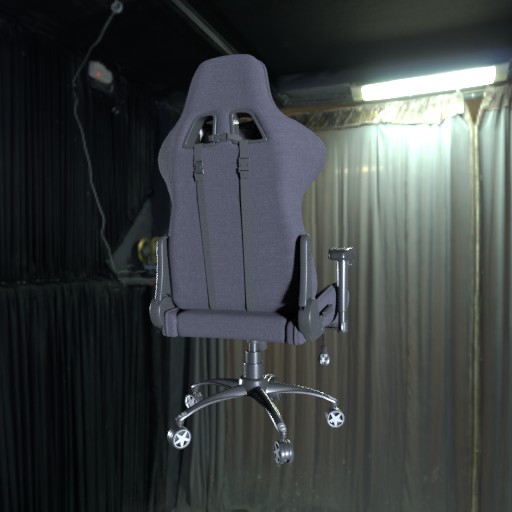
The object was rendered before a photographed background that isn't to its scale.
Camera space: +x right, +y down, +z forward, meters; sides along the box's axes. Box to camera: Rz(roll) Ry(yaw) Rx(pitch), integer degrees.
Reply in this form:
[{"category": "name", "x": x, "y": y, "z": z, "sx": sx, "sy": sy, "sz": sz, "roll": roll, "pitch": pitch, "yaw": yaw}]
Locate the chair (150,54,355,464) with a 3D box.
[{"category": "chair", "x": 0.000, "y": 0.000, "z": 1.724, "sx": 0.730, "sy": 1.300, "sz": 0.695, "roll": 0, "pitch": 0, "yaw": 18}]
